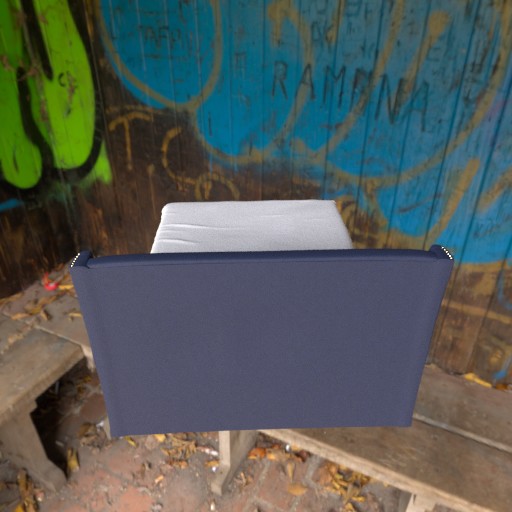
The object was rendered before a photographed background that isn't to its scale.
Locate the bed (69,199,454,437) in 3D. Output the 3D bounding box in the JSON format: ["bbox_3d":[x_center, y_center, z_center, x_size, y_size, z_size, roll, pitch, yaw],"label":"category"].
[{"bbox_3d":[0.000,0.000,3.455,1.925,1.332,2.276,-1,31,-2],"label":"bed"}]
